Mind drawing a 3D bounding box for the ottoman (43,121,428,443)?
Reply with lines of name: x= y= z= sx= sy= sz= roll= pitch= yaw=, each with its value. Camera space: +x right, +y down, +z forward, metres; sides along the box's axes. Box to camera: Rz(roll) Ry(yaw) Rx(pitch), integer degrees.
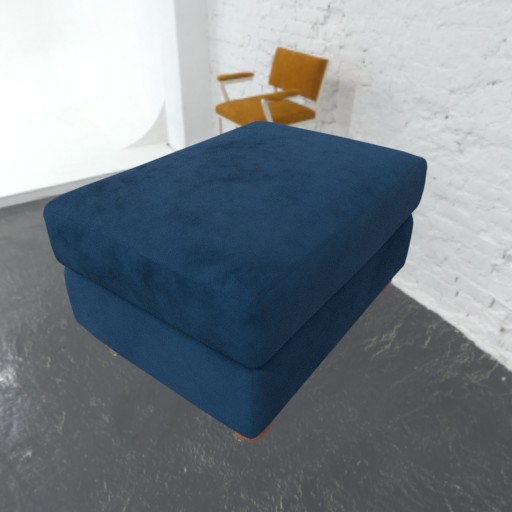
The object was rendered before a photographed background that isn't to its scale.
ottoman: x=0.000 y=0.000 z=1.125 sx=0.572 sy=0.503 sz=0.773 roll=22 pitch=39 yaw=30
